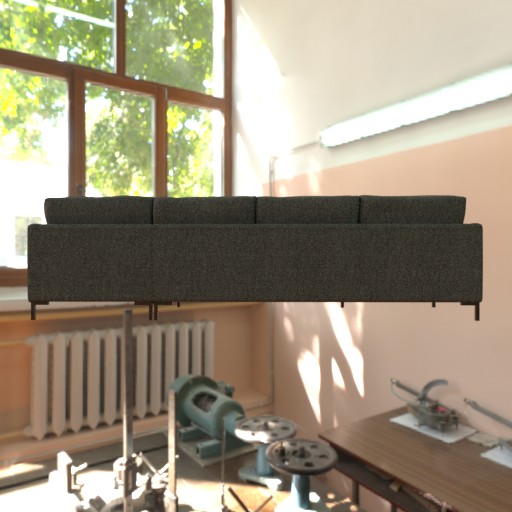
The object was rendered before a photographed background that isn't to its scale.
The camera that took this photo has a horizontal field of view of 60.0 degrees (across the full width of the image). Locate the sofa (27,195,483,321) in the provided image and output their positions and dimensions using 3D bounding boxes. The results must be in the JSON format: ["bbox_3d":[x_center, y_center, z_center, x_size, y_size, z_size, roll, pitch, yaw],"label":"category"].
[{"bbox_3d":[0.000,0.000,3.524,2.737,0.756,1.879,0,0,1],"label":"sofa"}]
